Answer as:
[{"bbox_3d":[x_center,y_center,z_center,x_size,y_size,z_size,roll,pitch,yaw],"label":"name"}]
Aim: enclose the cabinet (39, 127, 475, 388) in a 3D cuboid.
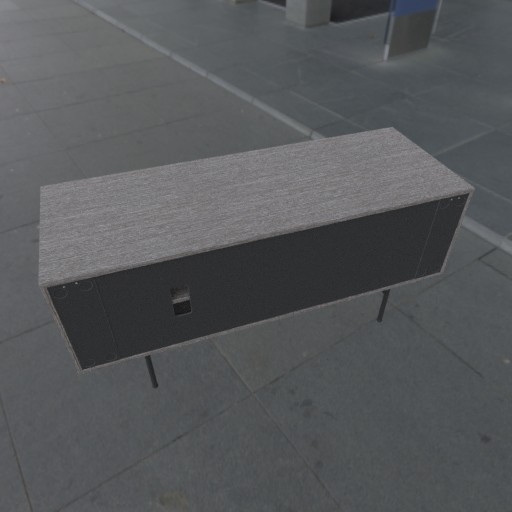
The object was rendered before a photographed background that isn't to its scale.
[{"bbox_3d":[0.000,0.000,1.616,1.300,0.599,0.500,-13,43,-15],"label":"cabinet"}]
